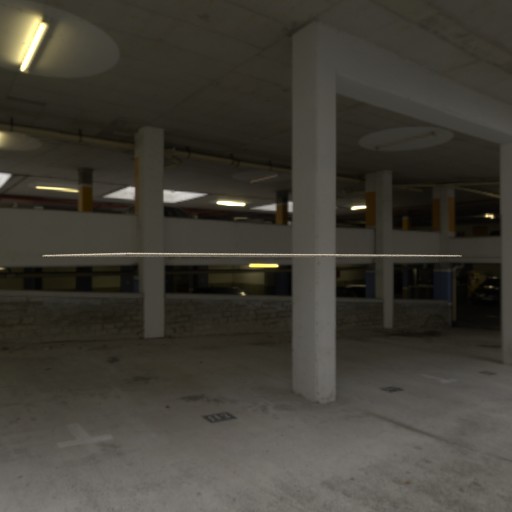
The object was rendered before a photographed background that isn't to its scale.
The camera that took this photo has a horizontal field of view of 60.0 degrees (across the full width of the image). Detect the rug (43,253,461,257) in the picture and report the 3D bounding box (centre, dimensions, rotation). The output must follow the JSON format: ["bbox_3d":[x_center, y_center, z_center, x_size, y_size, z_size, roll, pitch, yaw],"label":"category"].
[{"bbox_3d":[0.000,0.000,2.869,2.284,0.008,1.522,0,0,-36],"label":"rug"}]
